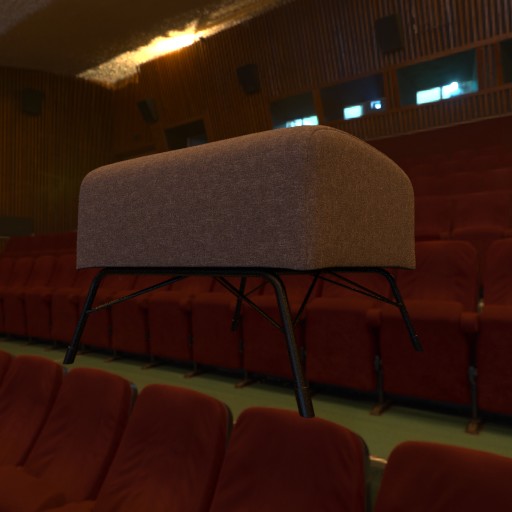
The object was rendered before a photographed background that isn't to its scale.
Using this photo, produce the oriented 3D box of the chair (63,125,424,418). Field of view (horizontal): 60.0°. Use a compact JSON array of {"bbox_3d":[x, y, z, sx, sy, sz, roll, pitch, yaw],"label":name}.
[{"bbox_3d":[0.000,0.000,0.907,0.530,0.410,0.530,-1,-2,35],"label":"chair"}]
